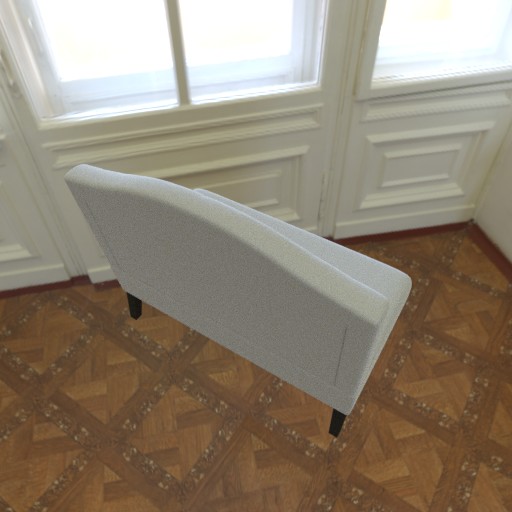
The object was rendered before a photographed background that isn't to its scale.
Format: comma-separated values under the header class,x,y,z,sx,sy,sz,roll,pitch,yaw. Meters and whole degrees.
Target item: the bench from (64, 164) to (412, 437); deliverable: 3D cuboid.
class,x,y,z,sx,sy,sz,roll,pitch,yaw
bench,0.000,0.000,2.061,1.335,1.180,0.815,25,52,21
